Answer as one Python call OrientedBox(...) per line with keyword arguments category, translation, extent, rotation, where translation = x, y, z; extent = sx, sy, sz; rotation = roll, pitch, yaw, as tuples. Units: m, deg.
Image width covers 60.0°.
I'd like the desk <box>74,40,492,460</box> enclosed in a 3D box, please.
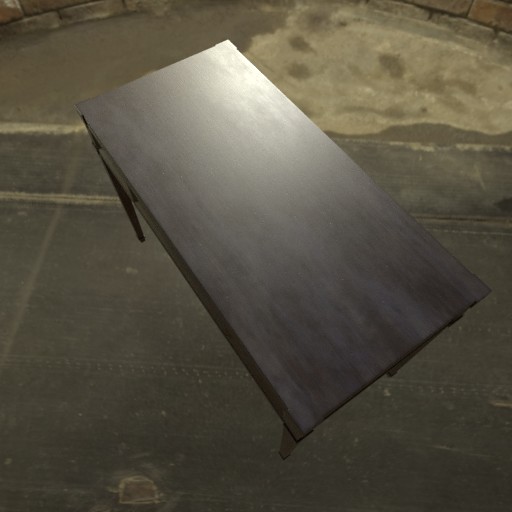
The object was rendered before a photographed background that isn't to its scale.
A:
OrientedBox(category="desk", translation=(0.000, 0.000, 1.719), extent=(0.630, 0.861, 1.289), rotation=(-31, 65, -16))
